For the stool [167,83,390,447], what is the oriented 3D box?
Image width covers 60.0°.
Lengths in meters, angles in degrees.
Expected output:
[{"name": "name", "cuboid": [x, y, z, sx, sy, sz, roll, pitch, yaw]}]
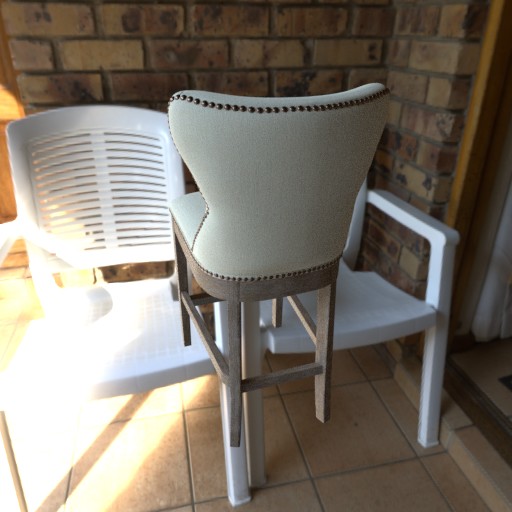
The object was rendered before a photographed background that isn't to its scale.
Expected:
[{"name": "stool", "cuboid": [0.000, 0.000, 1.308, 0.498, 0.981, 0.608, -9, 28, -17]}]
